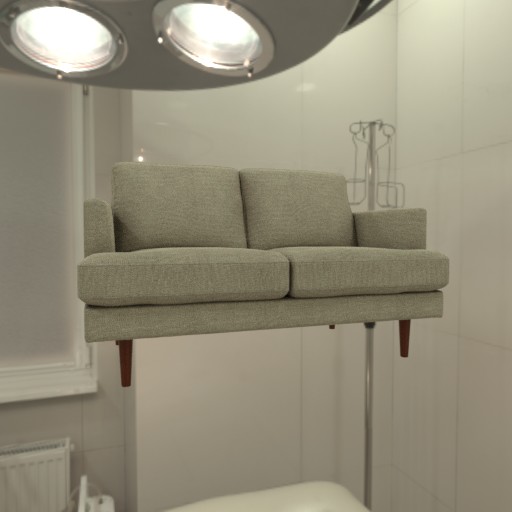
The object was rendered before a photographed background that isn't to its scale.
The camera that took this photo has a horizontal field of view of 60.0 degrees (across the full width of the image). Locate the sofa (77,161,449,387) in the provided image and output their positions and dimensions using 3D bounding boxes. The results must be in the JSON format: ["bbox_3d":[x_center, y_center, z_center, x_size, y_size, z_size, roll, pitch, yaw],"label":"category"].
[{"bbox_3d":[0.000,0.000,2.157,1.582,0.944,0.903,-1,2,-19],"label":"sofa"}]
